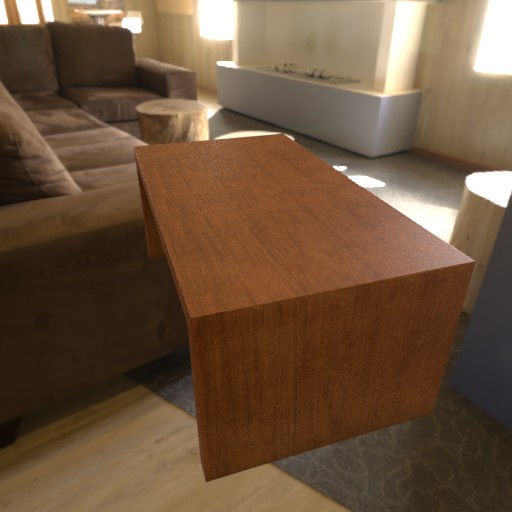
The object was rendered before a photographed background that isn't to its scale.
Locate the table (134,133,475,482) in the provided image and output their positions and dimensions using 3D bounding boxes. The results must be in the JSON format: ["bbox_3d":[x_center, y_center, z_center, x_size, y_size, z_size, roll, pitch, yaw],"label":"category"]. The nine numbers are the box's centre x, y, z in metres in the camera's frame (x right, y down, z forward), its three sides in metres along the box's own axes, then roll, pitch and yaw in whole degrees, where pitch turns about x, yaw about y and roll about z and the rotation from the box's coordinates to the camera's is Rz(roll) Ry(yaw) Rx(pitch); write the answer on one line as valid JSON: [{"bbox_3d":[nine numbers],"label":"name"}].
[{"bbox_3d":[0.000,0.000,1.283,0.549,0.419,1.000,-9,31,-16],"label":"table"}]
